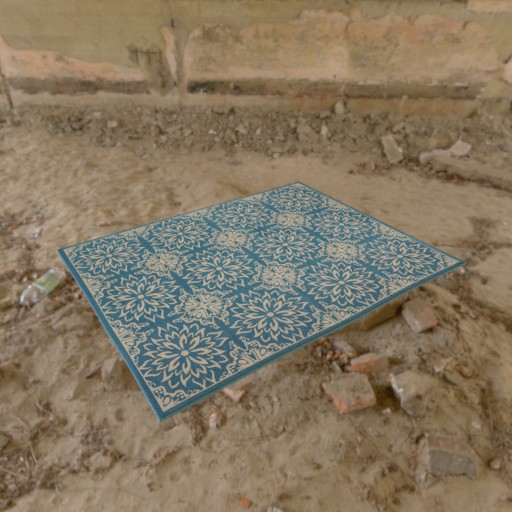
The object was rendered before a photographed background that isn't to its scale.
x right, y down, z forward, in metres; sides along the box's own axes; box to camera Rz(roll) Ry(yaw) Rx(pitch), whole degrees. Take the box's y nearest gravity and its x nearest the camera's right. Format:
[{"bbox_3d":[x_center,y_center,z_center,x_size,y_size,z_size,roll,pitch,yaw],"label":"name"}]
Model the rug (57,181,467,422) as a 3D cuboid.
[{"bbox_3d":[0.000,0.000,4.061,2.964,0.018,2.350,-20,37,-29],"label":"rug"}]
